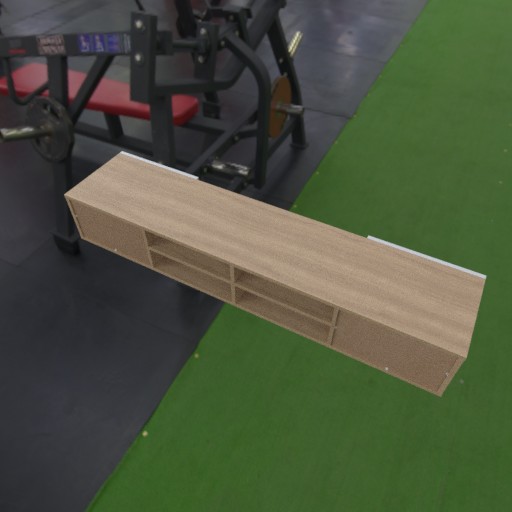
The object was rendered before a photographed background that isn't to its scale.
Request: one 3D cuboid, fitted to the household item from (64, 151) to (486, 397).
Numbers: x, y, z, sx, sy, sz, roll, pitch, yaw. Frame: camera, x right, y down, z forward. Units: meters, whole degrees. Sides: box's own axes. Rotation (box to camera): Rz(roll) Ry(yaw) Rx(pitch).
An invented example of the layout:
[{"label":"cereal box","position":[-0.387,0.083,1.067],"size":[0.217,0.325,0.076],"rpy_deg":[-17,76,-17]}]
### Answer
[{"label":"household item","position":[0.000,0.000,2.045],"size":[1.850,0.310,0.420],"rpy_deg":[21,50,19]}]
